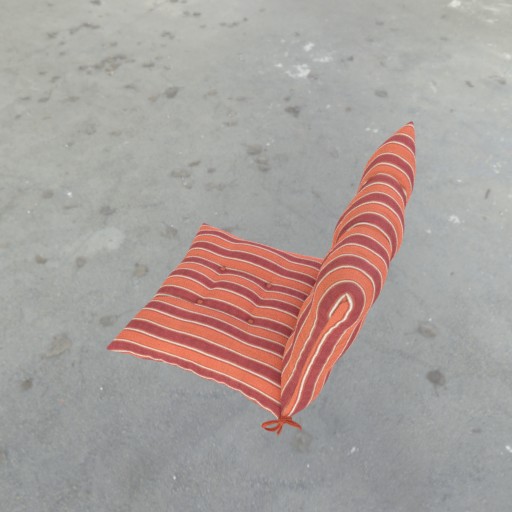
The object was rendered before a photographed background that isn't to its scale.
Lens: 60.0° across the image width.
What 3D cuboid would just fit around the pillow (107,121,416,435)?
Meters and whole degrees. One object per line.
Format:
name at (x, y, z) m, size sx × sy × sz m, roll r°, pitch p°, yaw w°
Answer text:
pillow at (0.000, 0.000, 1.013) m, size 0.585 × 0.536 × 0.541 m, roll 18°, pitch 50°, yaw 16°
